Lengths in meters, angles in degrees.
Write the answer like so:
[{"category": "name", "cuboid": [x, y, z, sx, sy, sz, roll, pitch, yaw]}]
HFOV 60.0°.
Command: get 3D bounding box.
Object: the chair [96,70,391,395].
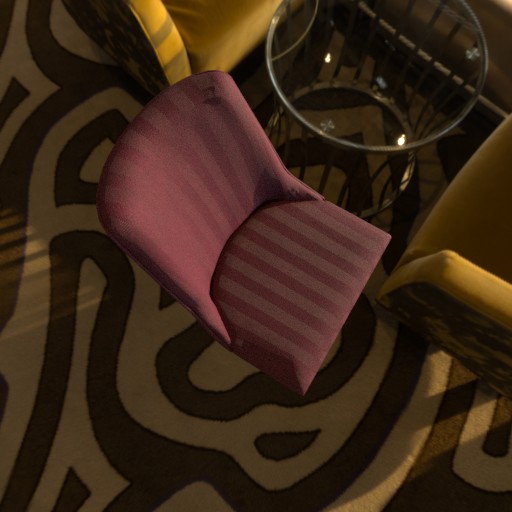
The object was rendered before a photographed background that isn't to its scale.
[{"category": "chair", "cuboid": [0.000, 0.000, 1.309, 0.638, 0.916, 0.548, 30, 77, 8]}]
